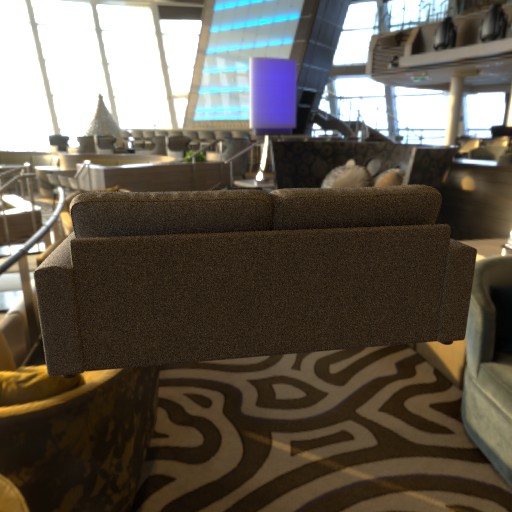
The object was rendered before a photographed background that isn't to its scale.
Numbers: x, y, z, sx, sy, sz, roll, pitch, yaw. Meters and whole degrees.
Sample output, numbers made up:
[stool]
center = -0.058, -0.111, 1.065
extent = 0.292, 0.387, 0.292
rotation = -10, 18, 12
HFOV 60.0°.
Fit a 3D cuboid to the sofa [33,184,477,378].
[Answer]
[sofa]
center = 0.000, 0.000, 2.638
extent = 2.179, 0.873, 1.016
rotation = -3, 16, -10
